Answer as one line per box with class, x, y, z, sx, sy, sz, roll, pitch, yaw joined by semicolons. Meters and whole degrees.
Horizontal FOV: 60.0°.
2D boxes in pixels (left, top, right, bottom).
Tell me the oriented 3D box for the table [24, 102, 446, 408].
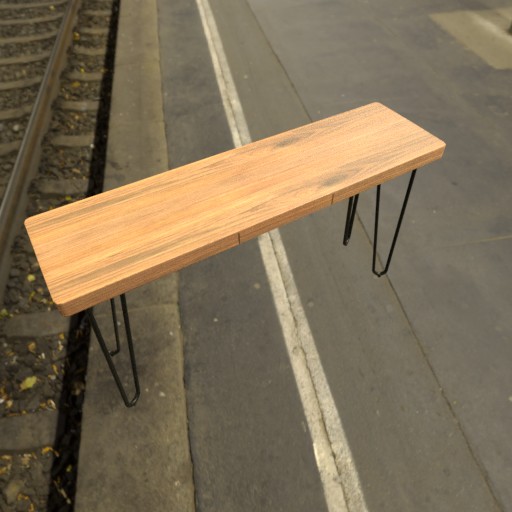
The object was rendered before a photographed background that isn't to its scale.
table;0.000;0.000;1.939;1.570;0.834;0.425;-24;51;-21
